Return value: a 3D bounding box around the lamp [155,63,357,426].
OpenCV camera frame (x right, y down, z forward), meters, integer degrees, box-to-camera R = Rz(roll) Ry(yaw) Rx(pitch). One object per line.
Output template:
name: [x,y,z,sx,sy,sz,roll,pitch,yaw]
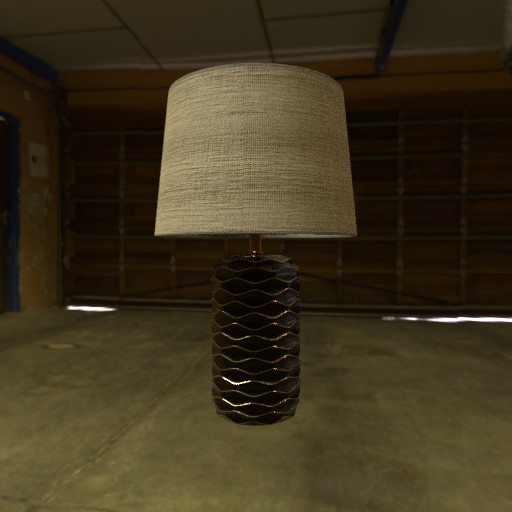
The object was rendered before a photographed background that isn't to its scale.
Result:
lamp: [0.000,0.000,0.843,0.376,0.594,0.376,0,1,0]
